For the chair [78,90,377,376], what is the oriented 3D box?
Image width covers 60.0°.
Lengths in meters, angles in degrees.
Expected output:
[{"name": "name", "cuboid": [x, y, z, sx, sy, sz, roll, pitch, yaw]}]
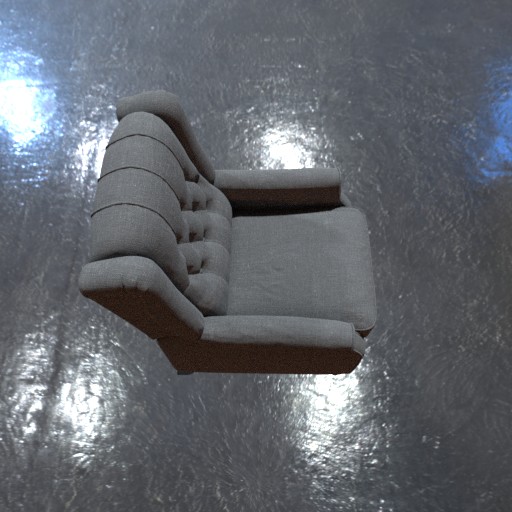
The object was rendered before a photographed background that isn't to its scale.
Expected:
[{"name": "chair", "cuboid": [0.000, 0.000, 1.647, 0.898, 1.035, 0.742, 1, 63, 0]}]
